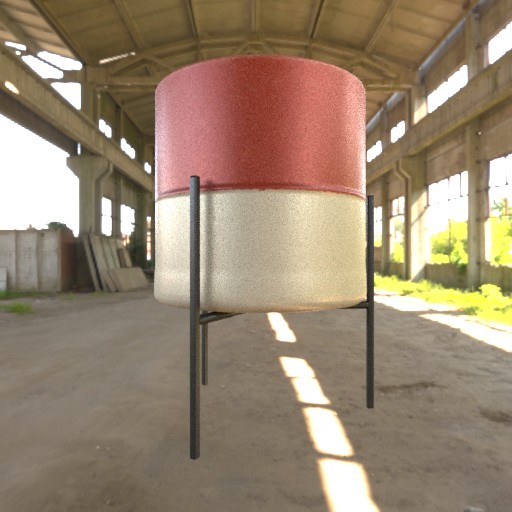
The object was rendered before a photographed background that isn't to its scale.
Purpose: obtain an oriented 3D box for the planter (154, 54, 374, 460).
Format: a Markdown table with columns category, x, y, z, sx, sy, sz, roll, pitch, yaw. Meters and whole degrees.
| category | x | y | z | sx | sy | sz | roll | pitch | yaw |
| --- | --- | --- | --- | --- | --- | --- | --- | --- | --- |
| planter | 0.000 | 0.000 | 0.509 | 0.235 | 0.354 | 0.251 | 0 | 0 | -35 |
